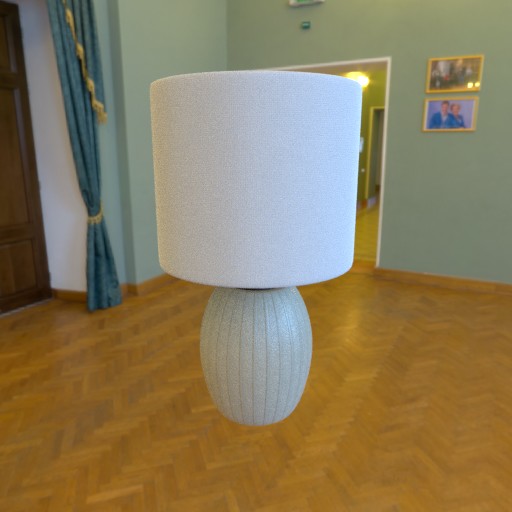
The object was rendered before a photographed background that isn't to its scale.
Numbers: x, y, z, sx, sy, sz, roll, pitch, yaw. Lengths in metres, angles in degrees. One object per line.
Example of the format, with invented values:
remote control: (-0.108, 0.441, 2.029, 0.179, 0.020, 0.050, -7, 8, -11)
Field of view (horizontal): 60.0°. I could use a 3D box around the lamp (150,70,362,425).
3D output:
lamp: (0.000, 0.000, 0.767, 0.329, 0.570, 0.329, 7, 15, 26)
